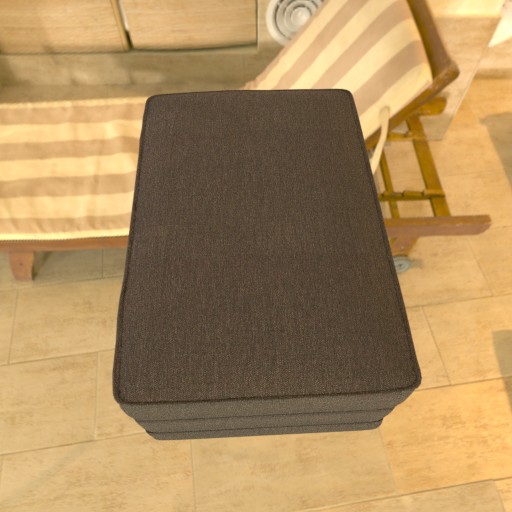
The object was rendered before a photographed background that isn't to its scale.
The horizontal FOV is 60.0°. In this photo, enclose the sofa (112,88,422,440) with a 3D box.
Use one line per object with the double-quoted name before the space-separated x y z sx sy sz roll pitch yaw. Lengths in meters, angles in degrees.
"sofa" 0.000 0.000 1.185 0.578 0.457 0.854 -2 59 -1
